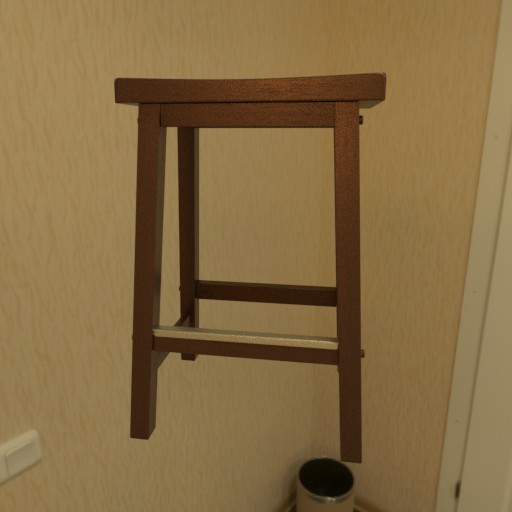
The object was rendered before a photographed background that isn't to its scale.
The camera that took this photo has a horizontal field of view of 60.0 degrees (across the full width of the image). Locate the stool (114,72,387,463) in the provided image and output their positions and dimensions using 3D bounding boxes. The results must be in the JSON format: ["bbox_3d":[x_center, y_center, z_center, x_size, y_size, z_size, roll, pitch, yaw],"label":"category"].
[{"bbox_3d":[0.000,0.000,0.835,0.406,0.610,0.322,2,16,9],"label":"stool"}]
